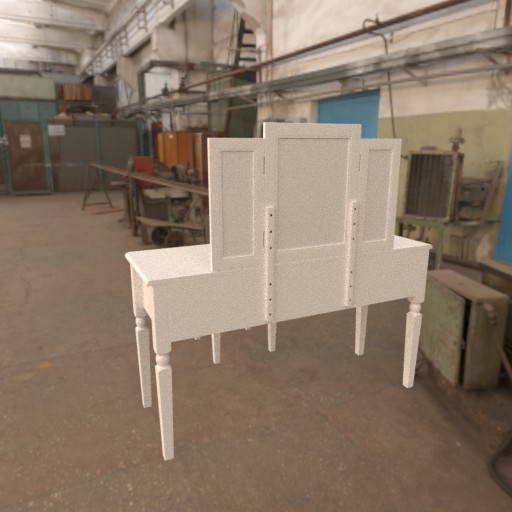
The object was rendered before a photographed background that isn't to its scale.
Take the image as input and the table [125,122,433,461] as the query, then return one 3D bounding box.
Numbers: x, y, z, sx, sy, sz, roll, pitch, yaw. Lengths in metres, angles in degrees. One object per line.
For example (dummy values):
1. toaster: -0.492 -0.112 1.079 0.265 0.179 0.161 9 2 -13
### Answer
1. table: 0.000 0.000 2.353 1.369 1.310 1.115 -7 16 -24
